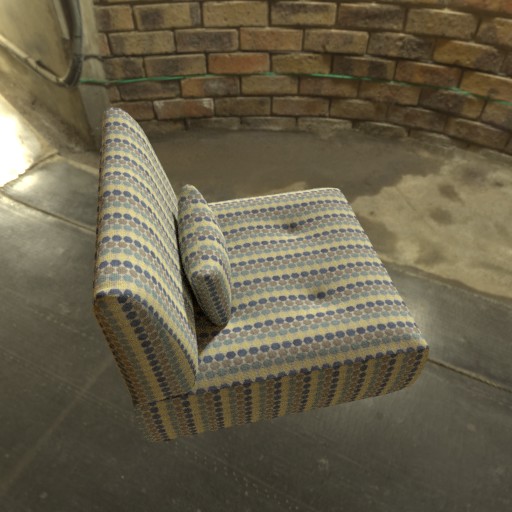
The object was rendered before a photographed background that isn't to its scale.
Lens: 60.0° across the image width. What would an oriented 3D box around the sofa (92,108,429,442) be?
[{"bbox_3d":[0.000,0.000,1.640,1.000,0.830,0.930,-9,47,-8],"label":"sofa"}]
